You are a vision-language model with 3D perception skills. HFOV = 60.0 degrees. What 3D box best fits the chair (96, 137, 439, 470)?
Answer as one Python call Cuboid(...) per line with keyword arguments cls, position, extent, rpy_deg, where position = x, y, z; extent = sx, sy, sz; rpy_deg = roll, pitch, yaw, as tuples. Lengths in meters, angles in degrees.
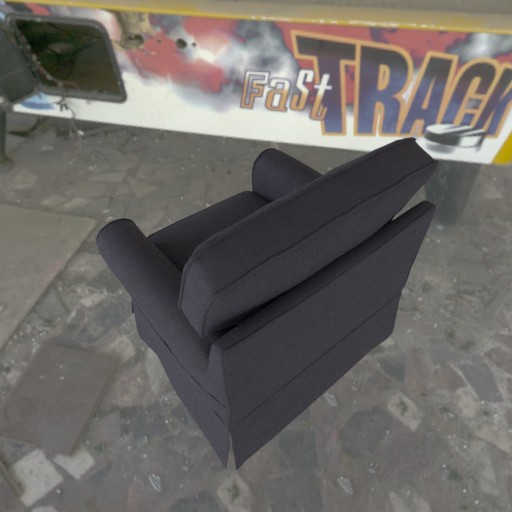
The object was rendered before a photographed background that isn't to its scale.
Cuboid(cls="chair", position=(0.000, 0.000, 1.967), extent=(1.119, 1.140, 1.002), rpy_deg=(-31, 53, -27))
